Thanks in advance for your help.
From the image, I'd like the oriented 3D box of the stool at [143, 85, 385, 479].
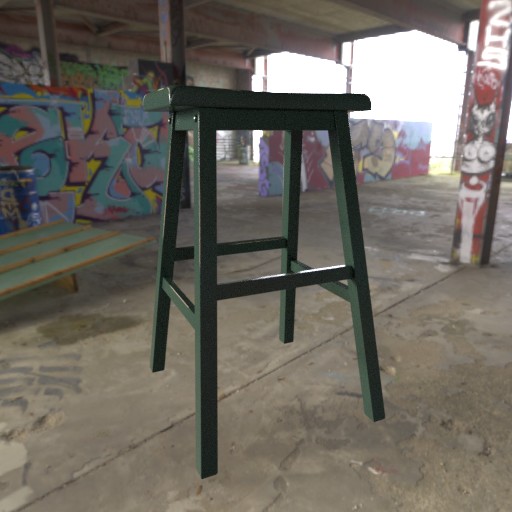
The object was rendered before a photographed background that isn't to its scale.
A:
[{"bbox_3d":[0.000,0.000,1.070,0.457,0.737,0.476,-7,17,-24],"label":"stool"}]
